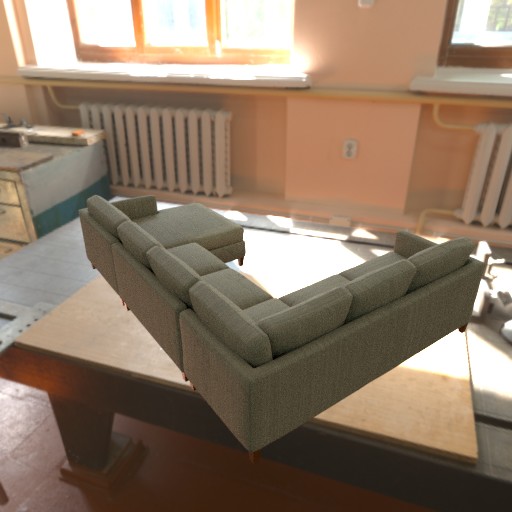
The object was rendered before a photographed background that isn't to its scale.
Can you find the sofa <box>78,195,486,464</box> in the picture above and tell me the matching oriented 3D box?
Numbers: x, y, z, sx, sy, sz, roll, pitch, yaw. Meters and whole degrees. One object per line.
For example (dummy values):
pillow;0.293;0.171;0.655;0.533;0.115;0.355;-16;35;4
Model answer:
sofa;0.000;0.000;4.591;2.594;0.961;3.460;-18;32;-31
